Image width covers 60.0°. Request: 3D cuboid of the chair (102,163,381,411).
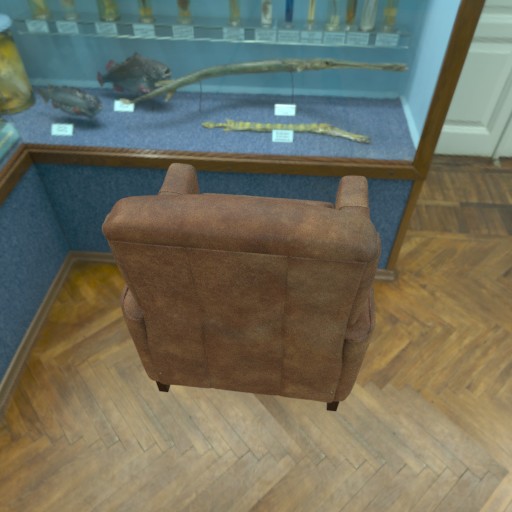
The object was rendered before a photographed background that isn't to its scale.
[{"bbox_3d":[0.000,0.000,1.678,0.843,1.043,0.836,5,47,5],"label":"chair"}]
